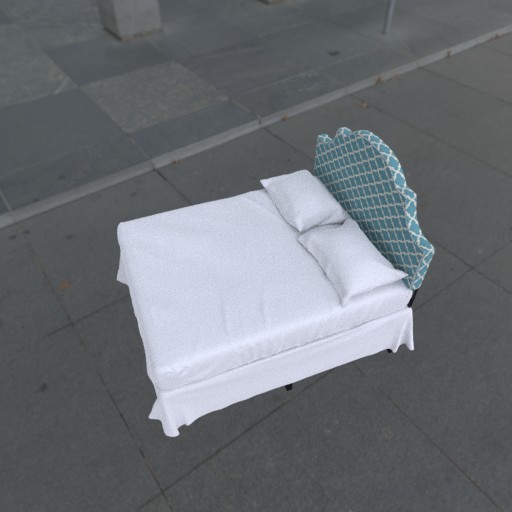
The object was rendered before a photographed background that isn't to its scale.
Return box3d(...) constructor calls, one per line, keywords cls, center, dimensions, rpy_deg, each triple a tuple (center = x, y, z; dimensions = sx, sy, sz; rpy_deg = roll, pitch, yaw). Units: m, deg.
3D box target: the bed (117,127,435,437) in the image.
box3d(cls="bed", center=(0.000, 0.000, 3.508), dimensions=(2.222, 1.633, 1.780), rpy_deg=(-16, 48, -15))
